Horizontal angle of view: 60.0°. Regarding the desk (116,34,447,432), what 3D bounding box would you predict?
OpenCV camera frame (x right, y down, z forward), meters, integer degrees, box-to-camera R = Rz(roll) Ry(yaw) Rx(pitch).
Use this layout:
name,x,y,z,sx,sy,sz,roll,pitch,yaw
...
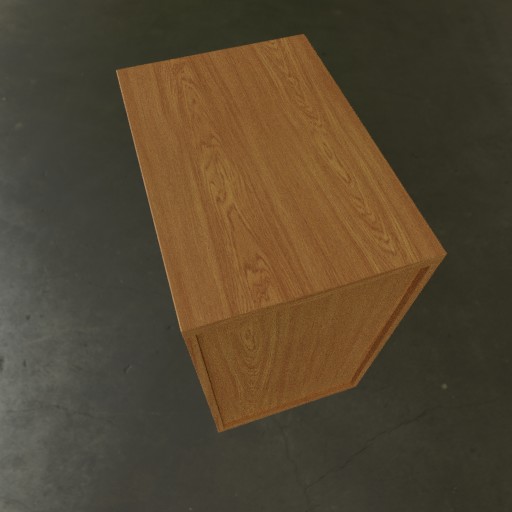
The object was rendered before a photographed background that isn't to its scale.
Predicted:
name,x,y,z,sx,sy,sz,roll,pitch,yaw
desk,0.000,0.000,1.087,0.404,0.730,0.600,-15,59,-9
